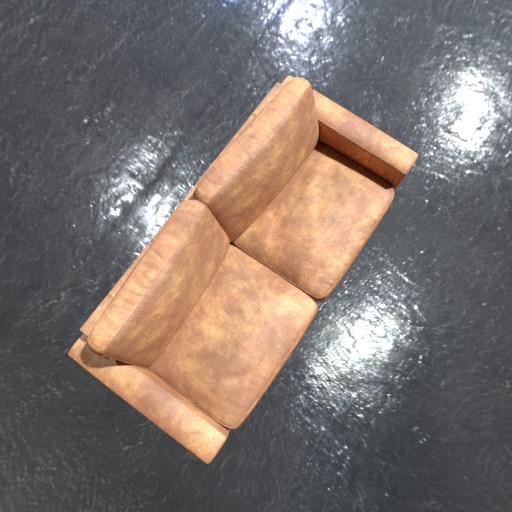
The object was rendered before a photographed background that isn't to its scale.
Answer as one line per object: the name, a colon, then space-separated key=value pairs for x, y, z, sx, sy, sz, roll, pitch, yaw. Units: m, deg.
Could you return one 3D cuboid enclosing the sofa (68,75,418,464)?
sofa: x=0.000 y=0.000 z=2.700 sx=1.016 sy=0.873 sz=2.179 roll=35 pitch=79 yaw=8
